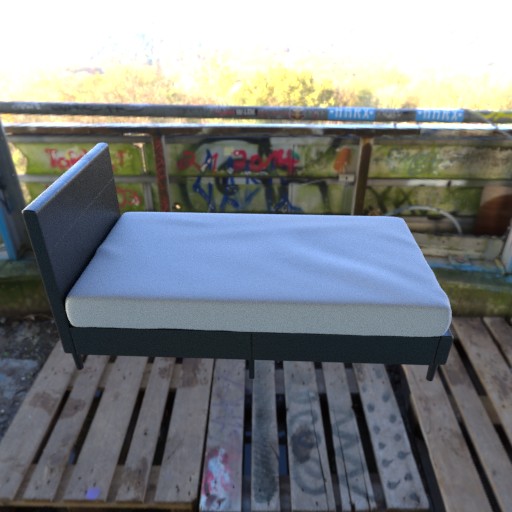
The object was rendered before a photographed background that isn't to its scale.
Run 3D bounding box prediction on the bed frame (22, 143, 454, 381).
[{"bbox_3d":[0.000,0.000,2.533,2.152,1.046,1.038,1,32,2],"label":"bed frame"}]
